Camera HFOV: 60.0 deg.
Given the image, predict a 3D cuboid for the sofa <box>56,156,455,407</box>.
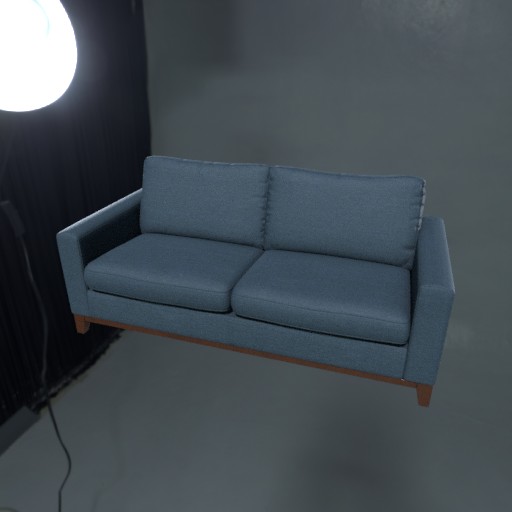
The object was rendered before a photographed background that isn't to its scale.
[{"bbox_3d":[0.000,0.000,2.401,1.900,0.865,0.877,8,27,16],"label":"sofa"}]
